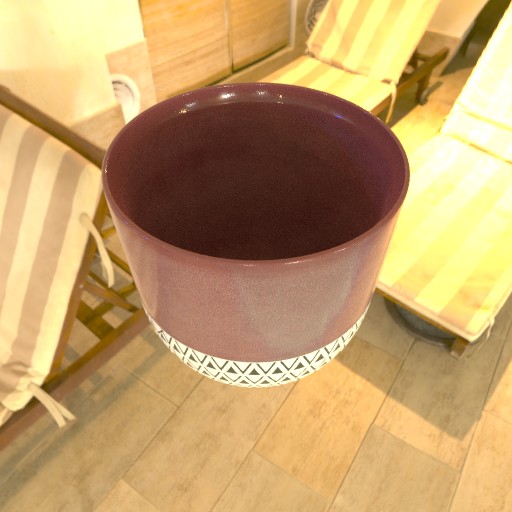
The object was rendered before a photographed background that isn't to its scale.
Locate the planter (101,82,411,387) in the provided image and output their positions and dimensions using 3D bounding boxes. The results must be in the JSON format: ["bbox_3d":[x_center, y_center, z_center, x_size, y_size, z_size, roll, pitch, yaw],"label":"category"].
[{"bbox_3d":[0.000,0.000,0.489,0.266,0.270,0.266,0,47,0],"label":"planter"}]
